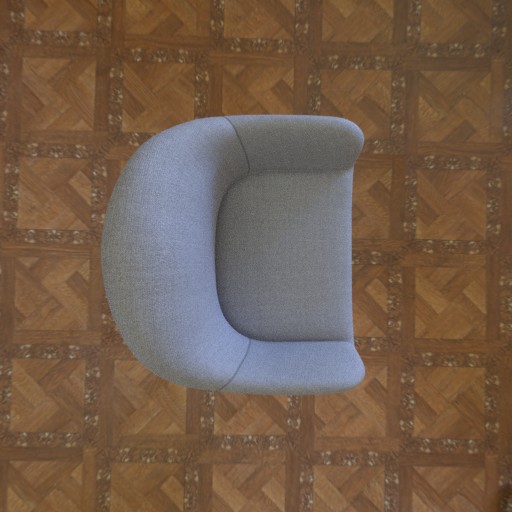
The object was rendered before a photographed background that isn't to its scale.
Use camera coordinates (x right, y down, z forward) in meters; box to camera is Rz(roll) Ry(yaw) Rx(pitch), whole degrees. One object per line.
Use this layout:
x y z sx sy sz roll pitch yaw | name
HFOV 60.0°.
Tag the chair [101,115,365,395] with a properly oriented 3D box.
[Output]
0.000 0.000 1.147 0.550 0.795 0.590 0 89 -1 | chair
